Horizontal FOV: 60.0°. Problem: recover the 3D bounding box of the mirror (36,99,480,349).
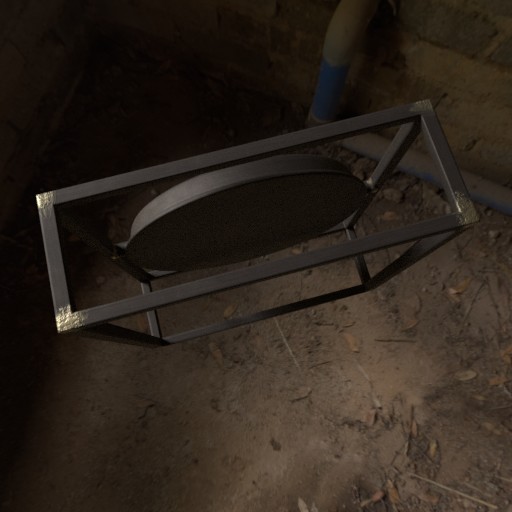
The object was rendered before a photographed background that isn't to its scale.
[{"bbox_3d":[0.000,0.000,0.469,0.306,0.303,0.107,-15,77,-4],"label":"mirror"}]
